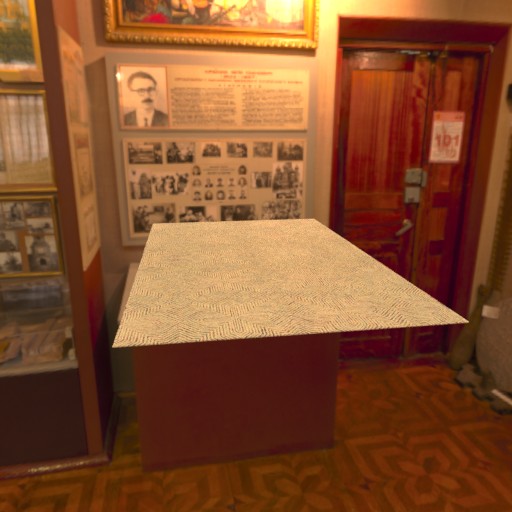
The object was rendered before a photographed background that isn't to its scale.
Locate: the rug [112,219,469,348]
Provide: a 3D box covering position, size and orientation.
[{"bbox_3d":[0.000,0.000,2.992,1.519,0.007,2.428,-2,16,-9],"label":"rug"}]
